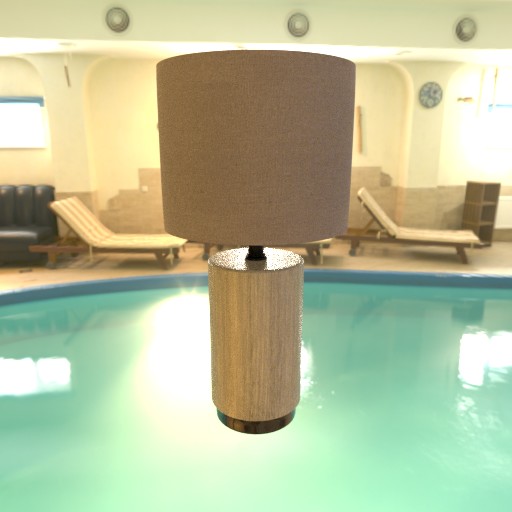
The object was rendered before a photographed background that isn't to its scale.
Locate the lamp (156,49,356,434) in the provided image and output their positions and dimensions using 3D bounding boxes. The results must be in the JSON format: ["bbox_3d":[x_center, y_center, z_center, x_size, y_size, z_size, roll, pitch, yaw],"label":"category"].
[{"bbox_3d":[0.000,0.000,0.567,0.228,0.444,0.228,-7,16,-24],"label":"lamp"}]
